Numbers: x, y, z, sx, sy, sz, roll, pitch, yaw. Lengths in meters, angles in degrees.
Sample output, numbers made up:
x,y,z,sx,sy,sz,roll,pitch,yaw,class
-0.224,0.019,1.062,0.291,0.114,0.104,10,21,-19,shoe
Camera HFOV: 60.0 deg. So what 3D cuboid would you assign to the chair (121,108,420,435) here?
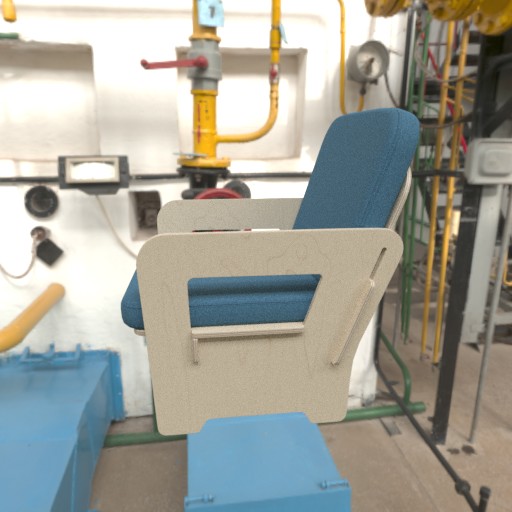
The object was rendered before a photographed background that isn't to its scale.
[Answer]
x,y,z,sx,sy,sz,roll,pitch,yaw,class
0.000,0.000,1.191,0.657,0.747,0.547,-2,15,-7,chair
